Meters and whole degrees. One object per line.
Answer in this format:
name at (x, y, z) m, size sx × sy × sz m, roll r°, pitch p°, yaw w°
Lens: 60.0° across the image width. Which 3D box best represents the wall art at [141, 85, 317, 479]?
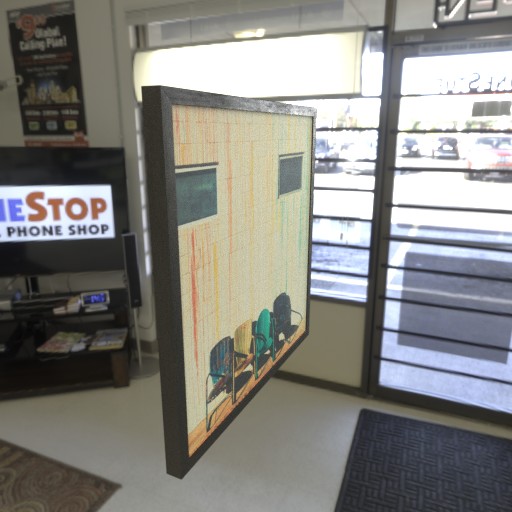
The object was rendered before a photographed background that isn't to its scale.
wall art at (0.000, 0.000, 1.147) m, size 0.039 × 0.763 × 0.763 m, roll 8°, pitch 17°, yaw 26°
